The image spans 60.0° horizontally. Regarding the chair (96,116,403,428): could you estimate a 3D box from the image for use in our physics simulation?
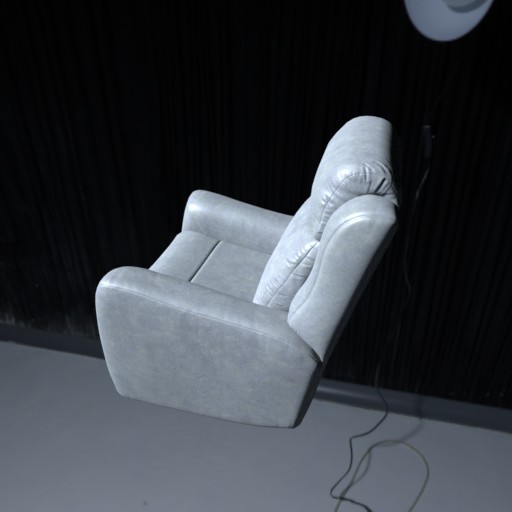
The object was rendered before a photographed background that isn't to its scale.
[{"bbox_3d":[0.000,0.000,1.914,1.068,1.116,0.967,8,32,13],"label":"chair"}]
